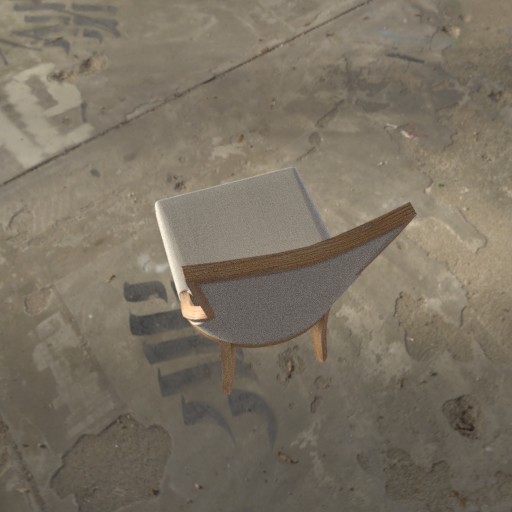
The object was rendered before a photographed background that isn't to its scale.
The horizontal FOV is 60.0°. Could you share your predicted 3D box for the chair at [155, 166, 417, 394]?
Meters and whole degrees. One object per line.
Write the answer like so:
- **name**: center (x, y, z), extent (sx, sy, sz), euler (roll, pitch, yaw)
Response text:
- **chair**: center (0.000, 0.000, 1.350), extent (0.524, 0.947, 0.641), euler (-16, 59, -10)
